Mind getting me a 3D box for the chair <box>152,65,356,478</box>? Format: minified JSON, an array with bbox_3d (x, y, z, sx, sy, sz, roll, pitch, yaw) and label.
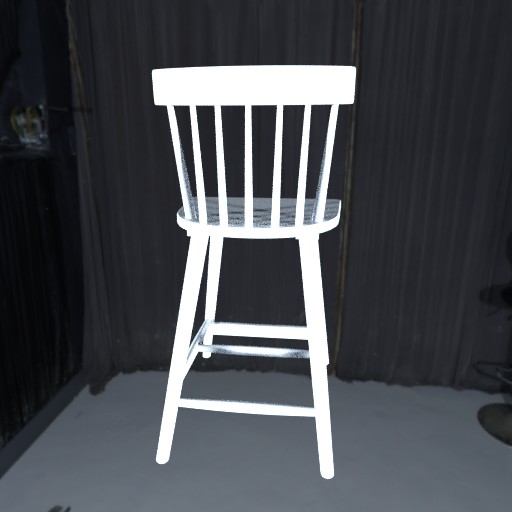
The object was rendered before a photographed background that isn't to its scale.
[{"bbox_3d":[0.000,0.000,1.239,0.483,0.952,0.572,2,16,7],"label":"chair"}]
